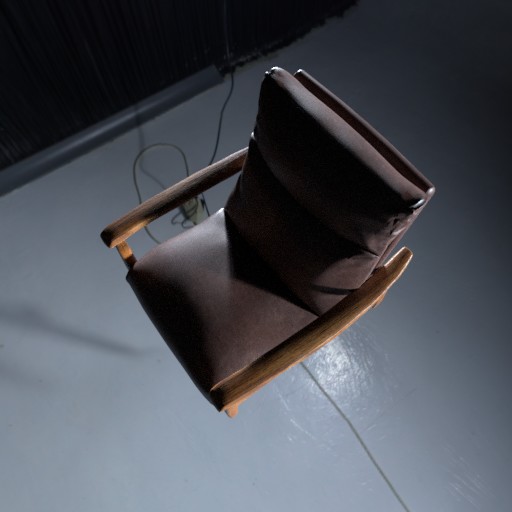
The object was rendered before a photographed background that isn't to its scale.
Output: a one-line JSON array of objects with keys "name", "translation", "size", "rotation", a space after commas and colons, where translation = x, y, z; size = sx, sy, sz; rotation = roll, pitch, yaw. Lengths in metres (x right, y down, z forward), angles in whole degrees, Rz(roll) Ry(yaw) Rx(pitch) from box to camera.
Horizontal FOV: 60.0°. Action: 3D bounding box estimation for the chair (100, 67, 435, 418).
[{"name": "chair", "translation": [0.000, 0.000, 1.548], "size": [0.830, 0.897, 0.782], "rotation": [-34, 68, -16]}]
